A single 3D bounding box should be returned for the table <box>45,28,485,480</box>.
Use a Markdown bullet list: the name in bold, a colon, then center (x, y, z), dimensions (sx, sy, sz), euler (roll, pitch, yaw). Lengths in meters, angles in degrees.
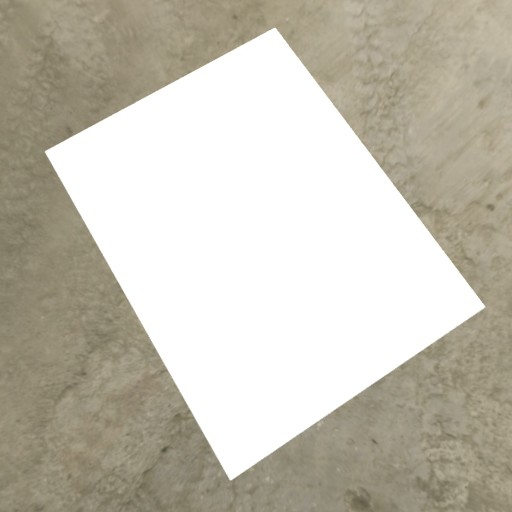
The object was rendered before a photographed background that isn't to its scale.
- **table**: center (0.000, 0.000, 0.789), dimensions (0.399, 0.357, 0.517), euler (-31, 78, -7)
